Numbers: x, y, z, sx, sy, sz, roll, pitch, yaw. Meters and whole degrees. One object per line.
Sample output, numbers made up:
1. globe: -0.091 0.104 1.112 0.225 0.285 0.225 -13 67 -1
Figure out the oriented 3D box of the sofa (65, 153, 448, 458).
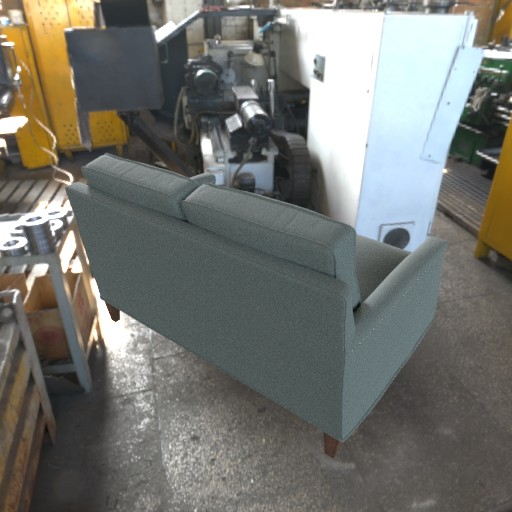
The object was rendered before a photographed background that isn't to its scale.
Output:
1. sofa: 0.000 0.000 2.245 1.597 1.003 1.084 21 36 32
